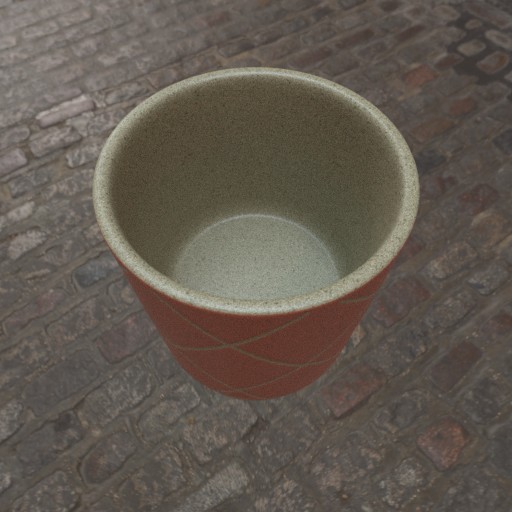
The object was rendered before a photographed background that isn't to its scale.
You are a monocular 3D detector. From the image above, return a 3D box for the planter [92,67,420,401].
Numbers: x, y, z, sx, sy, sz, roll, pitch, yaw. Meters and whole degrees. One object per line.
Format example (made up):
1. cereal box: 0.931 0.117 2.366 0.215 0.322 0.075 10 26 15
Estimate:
1. planter: 0.000 0.000 0.346 0.191 0.200 0.191 0 58 0
